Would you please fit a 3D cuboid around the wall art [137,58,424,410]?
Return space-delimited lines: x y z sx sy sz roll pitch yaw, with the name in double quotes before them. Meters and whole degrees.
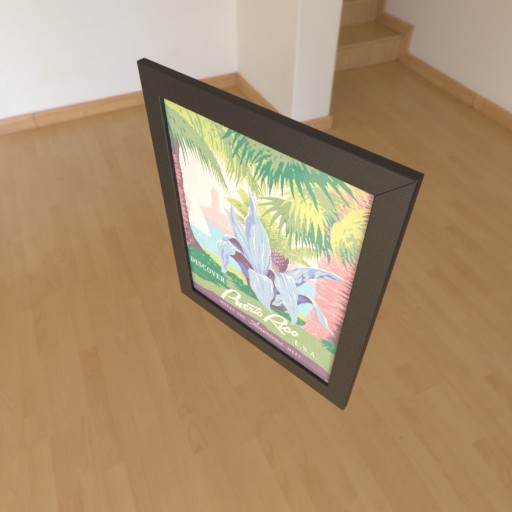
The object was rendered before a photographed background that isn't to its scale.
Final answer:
"wall art" 0.000 0.000 0.808 0.481 0.582 0.018 32 54 26
